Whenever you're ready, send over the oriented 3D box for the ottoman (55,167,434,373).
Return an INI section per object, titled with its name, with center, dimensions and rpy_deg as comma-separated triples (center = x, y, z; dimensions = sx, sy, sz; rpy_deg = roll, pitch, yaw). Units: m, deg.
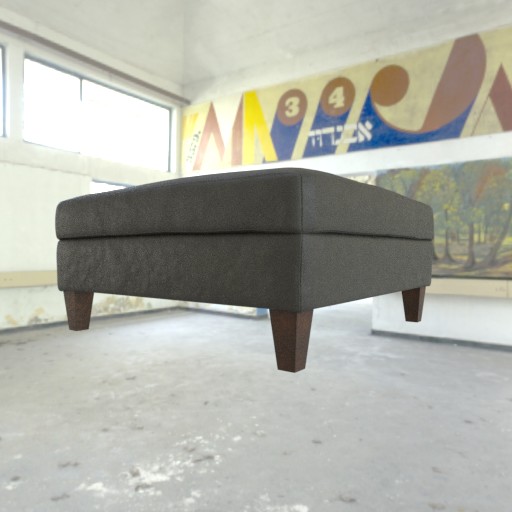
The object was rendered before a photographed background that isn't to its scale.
[ottoman]
center = 0.000, 0.000, 1.329
dimensions = 0.836, 0.415, 0.844
rpy_deg = 0, 1, 37
